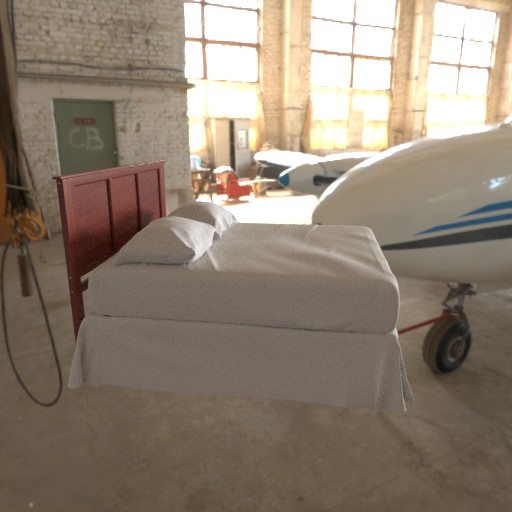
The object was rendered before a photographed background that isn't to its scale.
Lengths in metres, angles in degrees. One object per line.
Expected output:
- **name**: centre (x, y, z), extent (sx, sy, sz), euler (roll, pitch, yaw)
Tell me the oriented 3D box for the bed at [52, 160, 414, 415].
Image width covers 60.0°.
- **bed**: centre (0.000, 0.000, 3.252), extent (2.050, 1.270, 1.870), euler (2, 16, 9)
